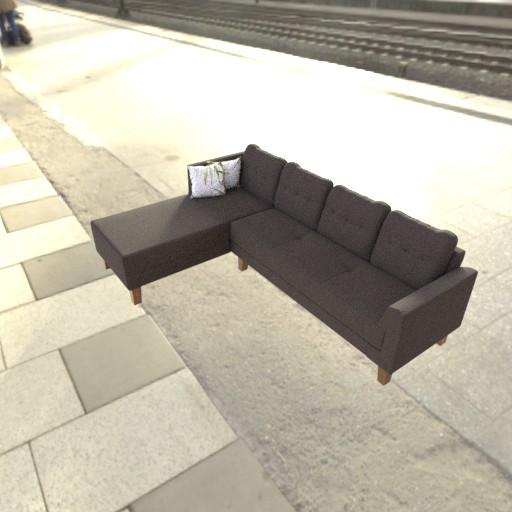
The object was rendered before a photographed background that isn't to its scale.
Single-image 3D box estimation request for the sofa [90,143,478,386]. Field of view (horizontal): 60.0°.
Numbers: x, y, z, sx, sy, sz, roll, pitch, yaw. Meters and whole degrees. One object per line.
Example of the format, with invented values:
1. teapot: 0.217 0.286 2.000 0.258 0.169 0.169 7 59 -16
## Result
1. sofa: 0.000 0.000 3.599 1.829 0.932 2.679 -22 38 -30
